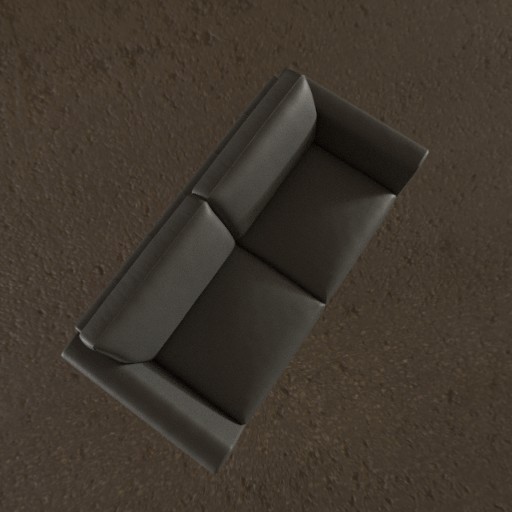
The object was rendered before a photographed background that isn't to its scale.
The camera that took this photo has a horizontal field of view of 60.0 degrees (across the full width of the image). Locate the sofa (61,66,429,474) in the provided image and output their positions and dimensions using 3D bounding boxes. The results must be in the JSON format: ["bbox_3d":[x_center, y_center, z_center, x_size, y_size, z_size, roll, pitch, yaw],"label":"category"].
[{"bbox_3d":[0.000,0.000,2.458,0.953,0.875,2.017,34,79,8],"label":"sofa"}]
